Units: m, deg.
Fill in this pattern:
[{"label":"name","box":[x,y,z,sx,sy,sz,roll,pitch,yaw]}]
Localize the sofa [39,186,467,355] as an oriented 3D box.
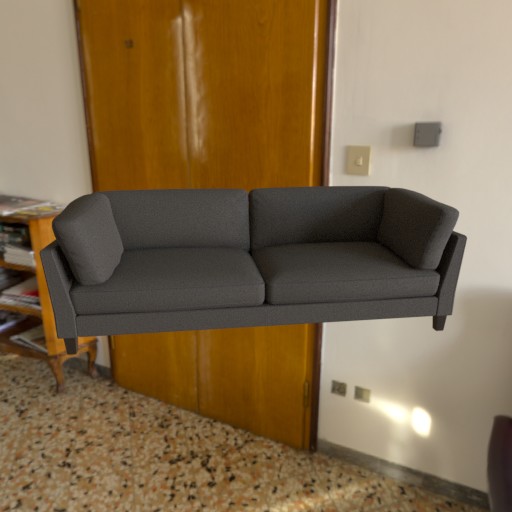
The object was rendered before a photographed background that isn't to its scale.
[{"label":"sofa","box":[0.000,0.000,2.836,2.312,0.792,0.969,-2,16,-8]}]
